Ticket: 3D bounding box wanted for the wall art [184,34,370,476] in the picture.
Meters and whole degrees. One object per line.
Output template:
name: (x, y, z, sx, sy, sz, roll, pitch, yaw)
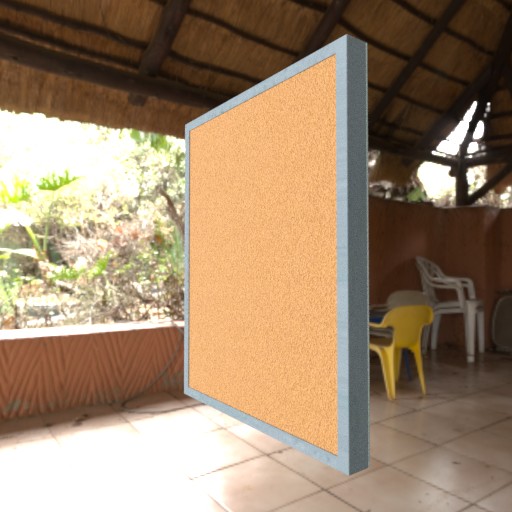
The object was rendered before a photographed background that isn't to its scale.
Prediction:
wall art: (0.000, 0.000, 0.685, 0.037, 0.509, 0.409, 1, -2, -36)
